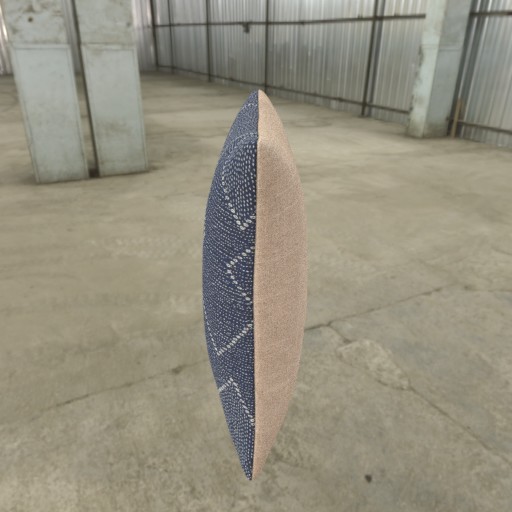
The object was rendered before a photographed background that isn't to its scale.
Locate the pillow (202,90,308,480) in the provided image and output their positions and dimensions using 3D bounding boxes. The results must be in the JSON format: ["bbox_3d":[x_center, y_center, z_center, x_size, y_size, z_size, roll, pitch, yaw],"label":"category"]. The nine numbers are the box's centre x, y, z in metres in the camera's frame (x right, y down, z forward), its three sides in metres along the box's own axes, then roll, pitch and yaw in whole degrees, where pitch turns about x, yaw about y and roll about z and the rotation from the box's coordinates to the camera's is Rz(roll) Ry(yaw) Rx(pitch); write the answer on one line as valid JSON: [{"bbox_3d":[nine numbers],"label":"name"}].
[{"bbox_3d":[0.000,0.000,0.665,0.148,0.428,0.435,0,26,0],"label":"pillow"}]
